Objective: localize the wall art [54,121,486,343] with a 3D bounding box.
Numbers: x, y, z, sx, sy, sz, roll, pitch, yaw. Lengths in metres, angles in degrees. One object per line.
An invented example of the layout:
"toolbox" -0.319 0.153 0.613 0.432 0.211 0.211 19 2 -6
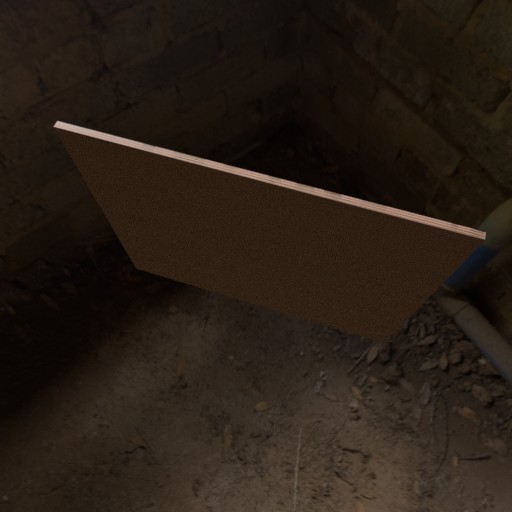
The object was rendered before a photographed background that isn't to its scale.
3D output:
"wall art" 0.000 0.000 0.683 0.508 0.408 0.010 16 65 8
